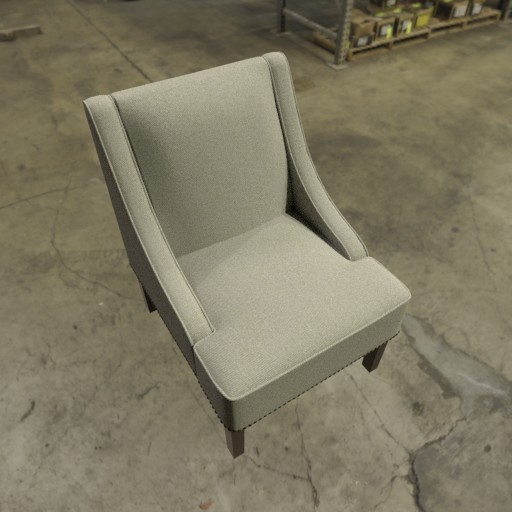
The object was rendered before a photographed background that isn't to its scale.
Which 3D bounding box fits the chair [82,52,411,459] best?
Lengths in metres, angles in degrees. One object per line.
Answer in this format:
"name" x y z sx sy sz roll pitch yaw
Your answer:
"chair" 0.000 0.000 1.353 0.628 0.872 0.748 -24 50 -22
